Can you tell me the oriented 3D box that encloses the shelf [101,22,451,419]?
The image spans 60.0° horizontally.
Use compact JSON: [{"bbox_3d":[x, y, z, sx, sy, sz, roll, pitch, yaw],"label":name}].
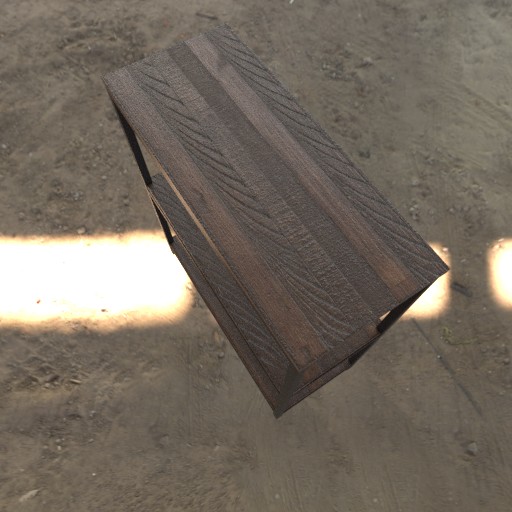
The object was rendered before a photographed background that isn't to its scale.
[{"bbox_3d":[0.000,0.000,1.380,0.352,0.947,0.822,-30,68,-13],"label":"shelf"}]
